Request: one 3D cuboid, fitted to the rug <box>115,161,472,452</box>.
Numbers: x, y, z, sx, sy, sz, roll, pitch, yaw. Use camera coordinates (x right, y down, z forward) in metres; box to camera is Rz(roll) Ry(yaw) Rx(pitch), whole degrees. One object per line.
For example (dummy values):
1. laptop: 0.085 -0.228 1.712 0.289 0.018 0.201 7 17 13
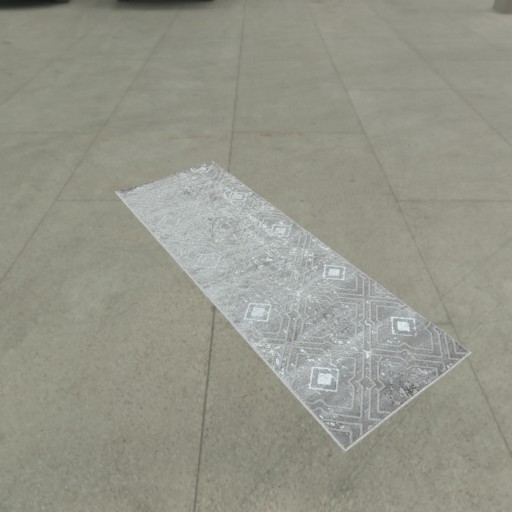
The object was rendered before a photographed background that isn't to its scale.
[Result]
1. rug: 0.000 0.000 2.669 0.832 0.035 2.381 -24 45 -27
